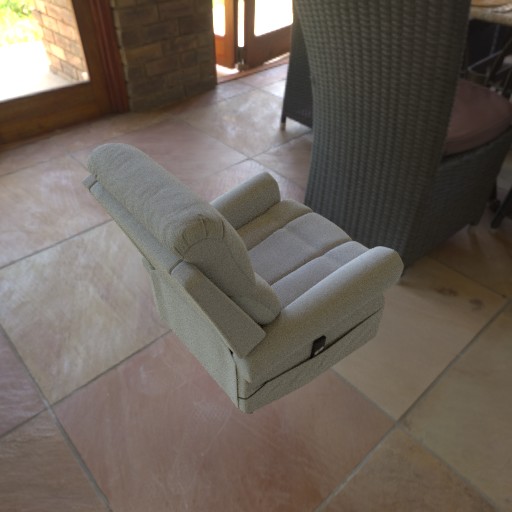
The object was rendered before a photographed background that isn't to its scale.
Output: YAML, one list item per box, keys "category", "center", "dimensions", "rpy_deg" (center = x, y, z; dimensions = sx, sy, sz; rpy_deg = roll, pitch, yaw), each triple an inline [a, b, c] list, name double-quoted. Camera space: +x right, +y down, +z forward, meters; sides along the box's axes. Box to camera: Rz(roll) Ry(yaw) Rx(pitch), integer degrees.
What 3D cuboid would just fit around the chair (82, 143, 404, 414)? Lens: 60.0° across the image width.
- category: "chair"
  center: [0.000, 0.000, 1.768]
  dimensions: [0.979, 1.031, 0.871]
  rpy_deg: [-28, 48, -28]
